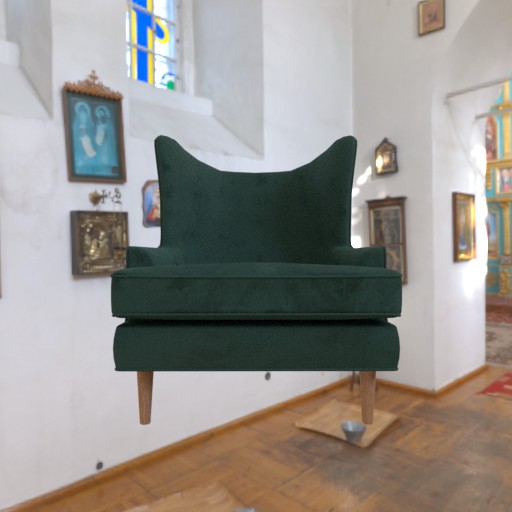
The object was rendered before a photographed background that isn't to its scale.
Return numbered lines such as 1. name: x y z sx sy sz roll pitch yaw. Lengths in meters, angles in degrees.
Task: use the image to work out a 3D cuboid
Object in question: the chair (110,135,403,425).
1. chair: 0.000 0.000 1.611 0.793 0.952 0.910 0 0 0
